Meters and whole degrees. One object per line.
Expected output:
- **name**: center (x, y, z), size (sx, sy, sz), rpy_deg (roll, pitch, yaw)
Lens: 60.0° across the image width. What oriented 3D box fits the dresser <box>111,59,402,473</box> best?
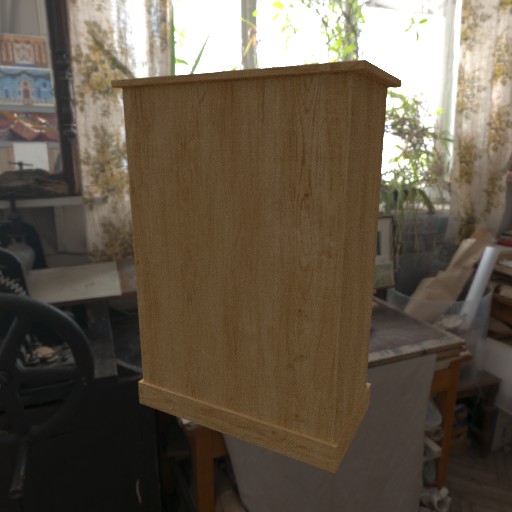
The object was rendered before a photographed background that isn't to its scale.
- **dresser**: center (0.000, 0.000, 1.739), size (0.915, 1.300, 0.485), rpy_deg (8, 17, 27)
